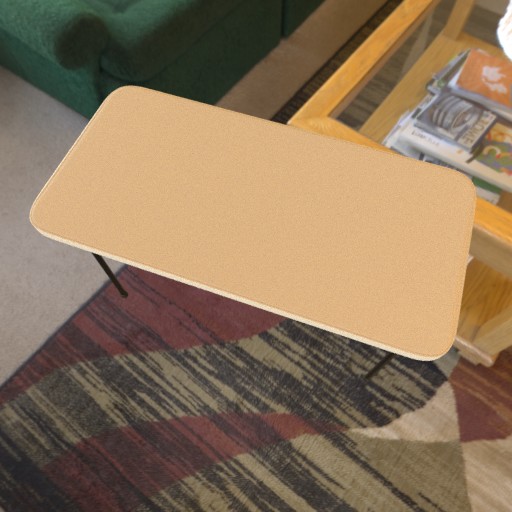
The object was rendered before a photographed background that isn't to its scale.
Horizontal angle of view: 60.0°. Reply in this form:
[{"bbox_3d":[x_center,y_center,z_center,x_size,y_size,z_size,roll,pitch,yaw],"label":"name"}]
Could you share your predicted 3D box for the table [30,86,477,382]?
[{"bbox_3d":[0.000,0.000,1.620,1.219,0.729,0.610,17,64,9],"label":"table"}]
